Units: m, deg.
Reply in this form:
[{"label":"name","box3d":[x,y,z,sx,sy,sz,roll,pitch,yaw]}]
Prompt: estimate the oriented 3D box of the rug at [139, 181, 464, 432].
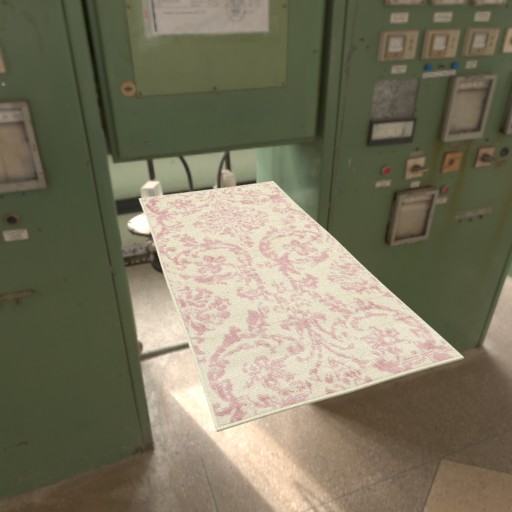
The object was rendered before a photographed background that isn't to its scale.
[{"label":"rug","box3d":[0.000,0.000,1.449,0.604,0.007,1.219,-10,32,-17]}]
